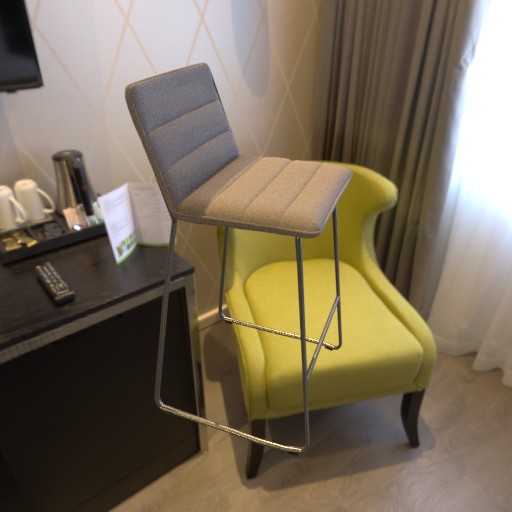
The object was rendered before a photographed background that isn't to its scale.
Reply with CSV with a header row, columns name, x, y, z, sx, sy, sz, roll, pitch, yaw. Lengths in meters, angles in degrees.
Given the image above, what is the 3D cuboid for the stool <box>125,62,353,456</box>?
name,x,y,z,sx,sy,sz,roll,pitch,yaw
stool,0.000,0.000,1.259,0.490,0.960,0.490,11,33,18
